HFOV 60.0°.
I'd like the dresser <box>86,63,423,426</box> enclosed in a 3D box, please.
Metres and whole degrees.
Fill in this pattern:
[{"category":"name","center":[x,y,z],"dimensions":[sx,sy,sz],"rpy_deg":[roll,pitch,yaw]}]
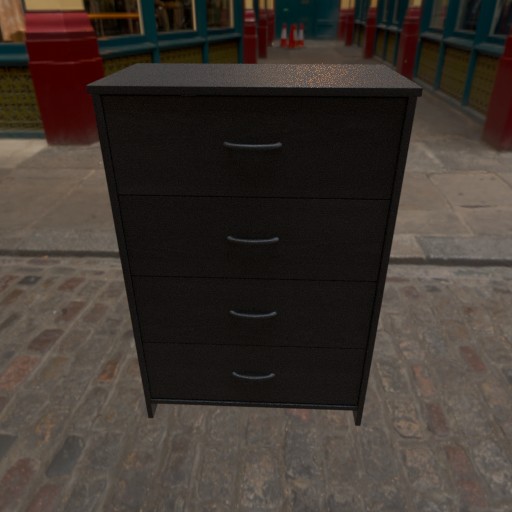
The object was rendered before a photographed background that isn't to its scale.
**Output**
[{"category":"dresser","center":[0.000,0.000,1.331],"dimensions":[0.700,1.020,0.398],"rpy_deg":[1,30,2]}]
